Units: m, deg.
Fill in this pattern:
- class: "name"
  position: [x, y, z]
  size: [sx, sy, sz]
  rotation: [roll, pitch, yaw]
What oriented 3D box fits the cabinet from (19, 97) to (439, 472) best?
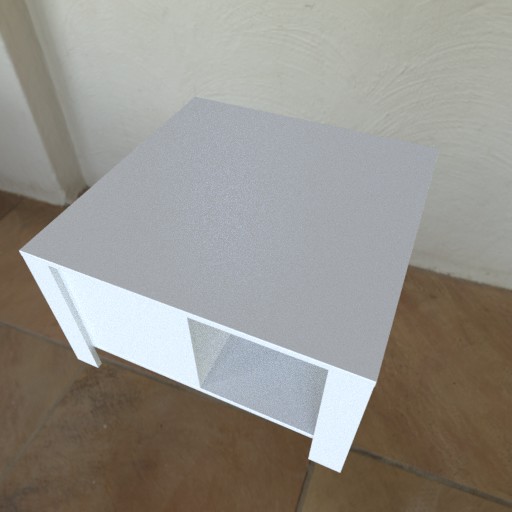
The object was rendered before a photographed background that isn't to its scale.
- class: "cabinet"
  position: [0.000, 0.000, 1.292]
  size: [0.800, 0.460, 0.800]
  rotation: [17, 48, 16]
